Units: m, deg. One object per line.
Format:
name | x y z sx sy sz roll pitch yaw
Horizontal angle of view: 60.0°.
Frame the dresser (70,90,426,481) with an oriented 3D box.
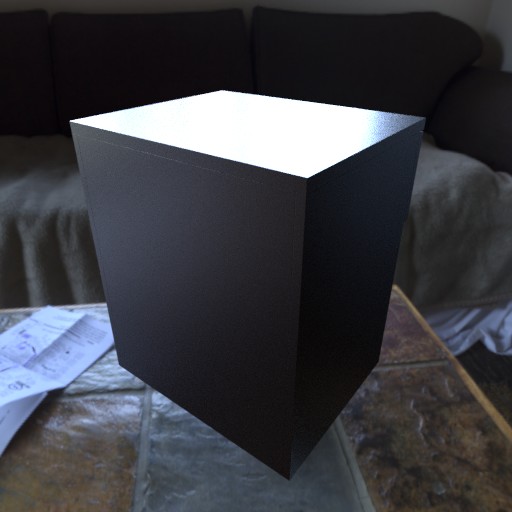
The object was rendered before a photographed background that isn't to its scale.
dresser | 0.000 0.000 0.772 0.400 0.470 0.360 21 35 32
